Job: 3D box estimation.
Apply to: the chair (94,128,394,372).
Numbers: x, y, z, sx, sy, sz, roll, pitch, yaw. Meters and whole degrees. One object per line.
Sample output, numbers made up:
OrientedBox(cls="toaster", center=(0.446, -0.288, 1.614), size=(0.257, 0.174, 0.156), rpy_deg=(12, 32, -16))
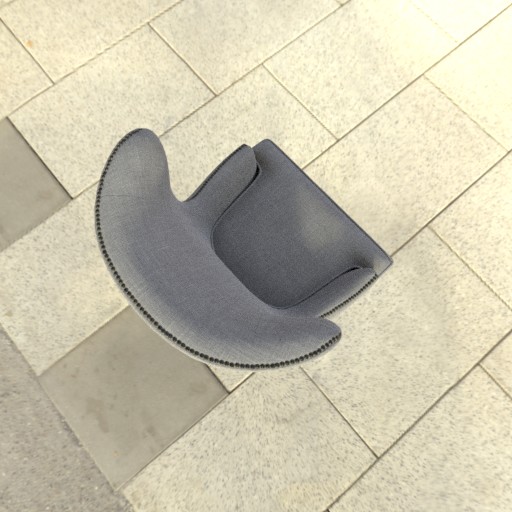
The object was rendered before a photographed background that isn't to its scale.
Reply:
OrientedBox(cls="chair", center=(0.000, 0.000, 1.810), size=(0.883, 1.176, 0.864), rpy_deg=(-41, 79, -10))
